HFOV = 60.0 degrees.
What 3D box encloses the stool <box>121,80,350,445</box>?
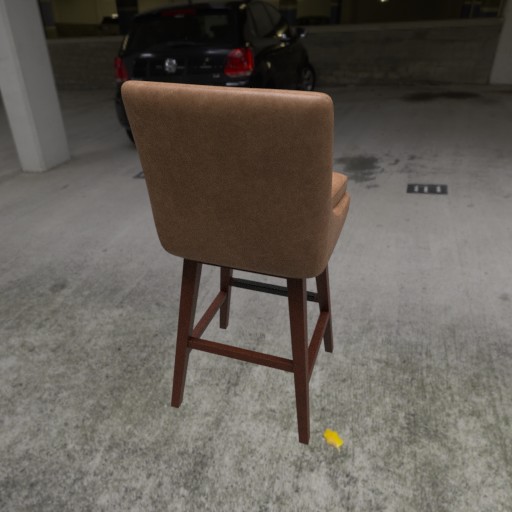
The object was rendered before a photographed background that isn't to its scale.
[{"bbox_3d":[0.000,0.000,1.370,0.487,1.079,0.572,10,32,16],"label":"stool"}]
